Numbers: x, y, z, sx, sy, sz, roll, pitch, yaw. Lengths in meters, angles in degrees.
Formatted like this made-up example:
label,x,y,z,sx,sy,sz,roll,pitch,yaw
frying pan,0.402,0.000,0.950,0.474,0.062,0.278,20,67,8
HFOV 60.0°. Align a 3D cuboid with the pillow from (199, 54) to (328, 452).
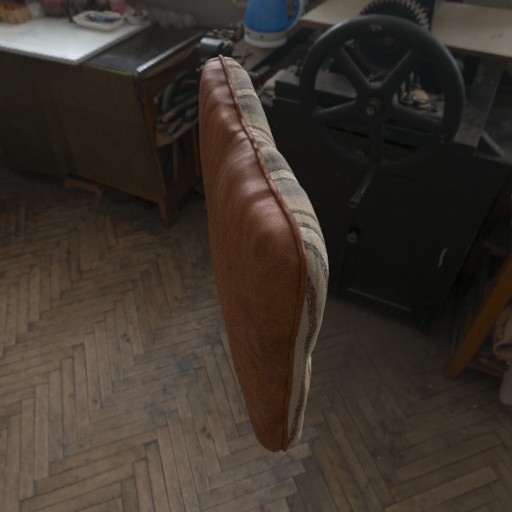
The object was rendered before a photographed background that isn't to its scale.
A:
label,x,y,z,sx,sy,sz,roll,pitch,yaw
pillow,0.000,0.000,0.731,0.130,0.490,0.489,-9,46,-9
